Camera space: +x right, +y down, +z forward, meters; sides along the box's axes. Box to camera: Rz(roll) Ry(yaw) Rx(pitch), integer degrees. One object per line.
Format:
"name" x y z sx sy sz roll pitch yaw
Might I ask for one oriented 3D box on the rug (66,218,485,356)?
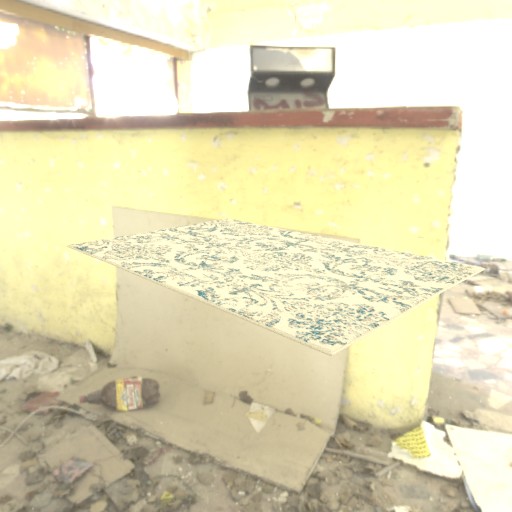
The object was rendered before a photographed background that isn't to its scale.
"rug" 0.000 0.000 2.295 1.213 0.012 1.831 -14 21 -43
